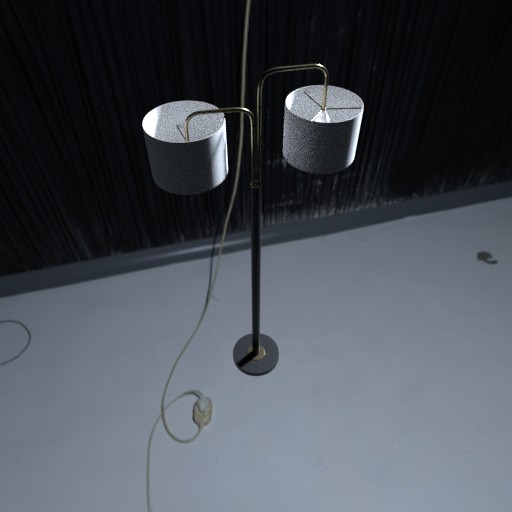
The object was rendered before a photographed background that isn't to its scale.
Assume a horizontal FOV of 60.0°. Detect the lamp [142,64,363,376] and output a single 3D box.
[{"bbox_3d":[0.000,0.000,1.880,0.711,1.587,0.254,-10,47,-10],"label":"lamp"}]
